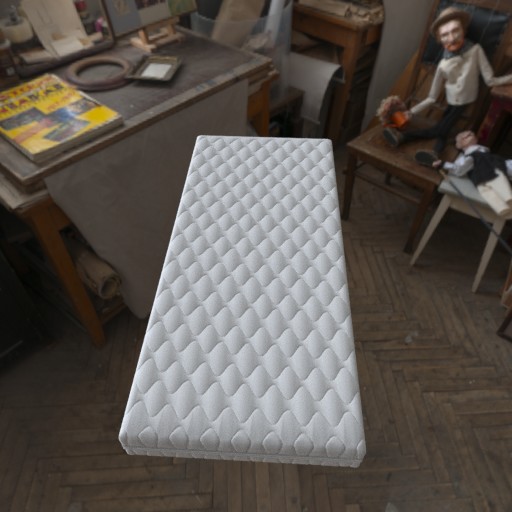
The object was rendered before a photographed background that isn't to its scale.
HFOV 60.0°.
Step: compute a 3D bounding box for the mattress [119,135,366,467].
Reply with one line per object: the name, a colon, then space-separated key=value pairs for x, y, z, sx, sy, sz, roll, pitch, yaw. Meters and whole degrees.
mattress: x=0.000 y=0.000 z=2.317 sx=0.900 sy=0.200 sz=2.000 roll=2 pitch=47 yaw=2
